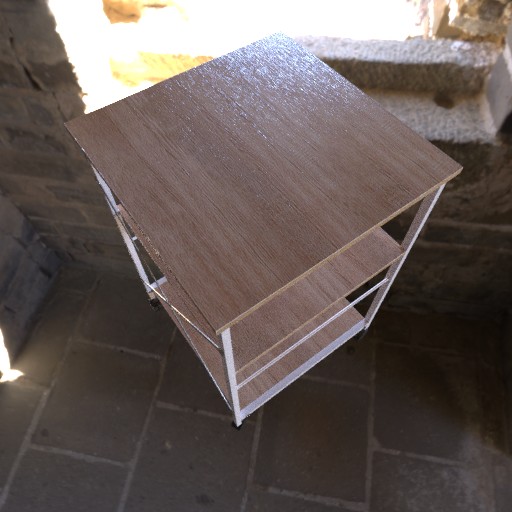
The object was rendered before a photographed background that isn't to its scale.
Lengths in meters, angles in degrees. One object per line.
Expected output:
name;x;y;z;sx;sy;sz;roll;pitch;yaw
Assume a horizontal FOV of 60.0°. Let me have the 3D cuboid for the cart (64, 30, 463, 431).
cart;0.000;0.000;1.129;0.520;0.762;0.521;-32;63;-18
